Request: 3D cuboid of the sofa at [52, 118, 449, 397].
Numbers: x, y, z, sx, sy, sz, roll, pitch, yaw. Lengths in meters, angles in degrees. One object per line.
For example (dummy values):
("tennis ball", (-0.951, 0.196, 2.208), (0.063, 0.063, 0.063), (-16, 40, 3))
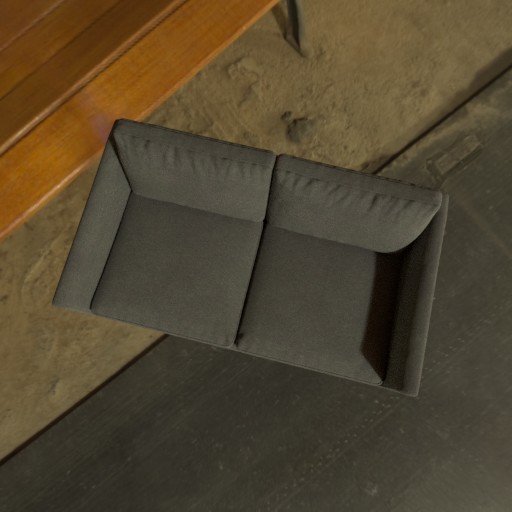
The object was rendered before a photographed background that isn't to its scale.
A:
("sofa", (0.000, 0.000, 2.526), (1.909, 0.845, 1.091), (13, 78, 3))
